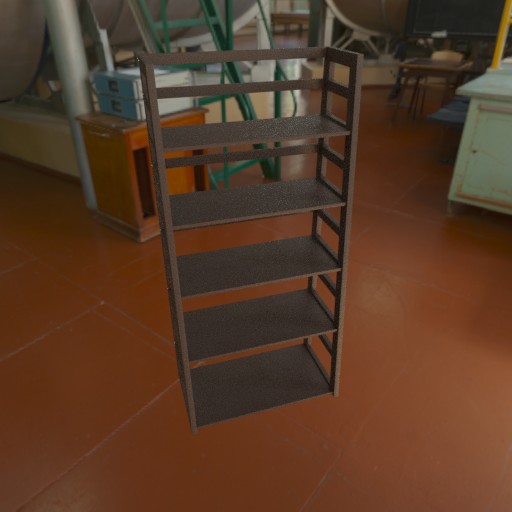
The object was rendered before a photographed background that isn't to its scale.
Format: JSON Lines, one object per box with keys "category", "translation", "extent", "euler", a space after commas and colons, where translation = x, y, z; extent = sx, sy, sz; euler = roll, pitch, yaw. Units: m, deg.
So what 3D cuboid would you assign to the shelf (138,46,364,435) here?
{"category": "shelf", "translation": [0.000, 0.000, 1.934], "extent": [0.763, 1.600, 0.403], "euler": [-9, 33, -15]}
